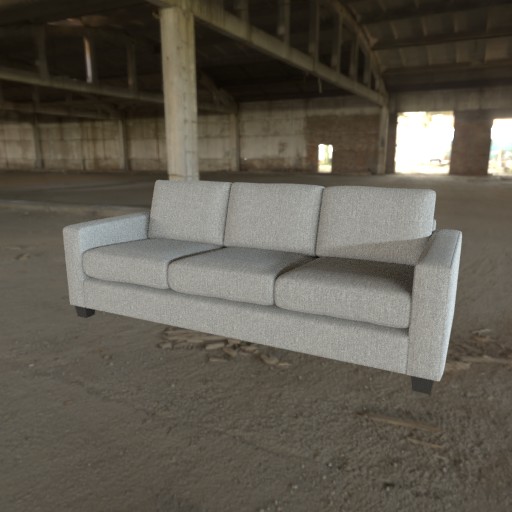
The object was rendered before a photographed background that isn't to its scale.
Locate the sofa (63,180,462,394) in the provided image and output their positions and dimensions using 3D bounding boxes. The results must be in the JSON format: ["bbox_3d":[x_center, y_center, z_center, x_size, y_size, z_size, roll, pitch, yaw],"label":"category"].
[{"bbox_3d":[0.000,0.000,2.563,2.120,0.800,0.900,7,15,26],"label":"sofa"}]
